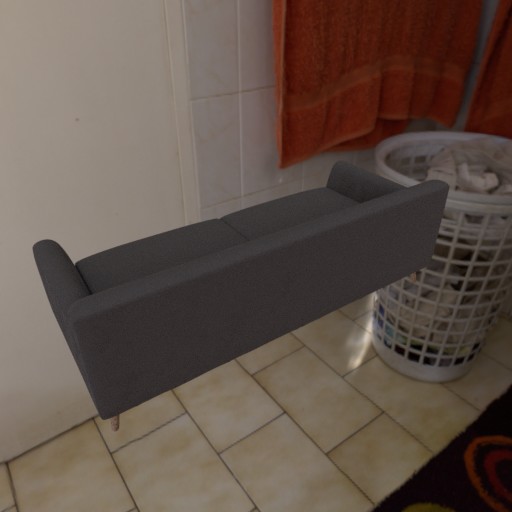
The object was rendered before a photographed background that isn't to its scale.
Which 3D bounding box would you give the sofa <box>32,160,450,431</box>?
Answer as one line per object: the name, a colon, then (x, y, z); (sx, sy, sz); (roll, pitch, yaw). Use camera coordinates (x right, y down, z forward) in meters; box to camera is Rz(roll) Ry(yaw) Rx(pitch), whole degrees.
sofa: (0.000, 0.000, 2.591); (2.190, 0.740, 0.900); (-20, 37, -28)
